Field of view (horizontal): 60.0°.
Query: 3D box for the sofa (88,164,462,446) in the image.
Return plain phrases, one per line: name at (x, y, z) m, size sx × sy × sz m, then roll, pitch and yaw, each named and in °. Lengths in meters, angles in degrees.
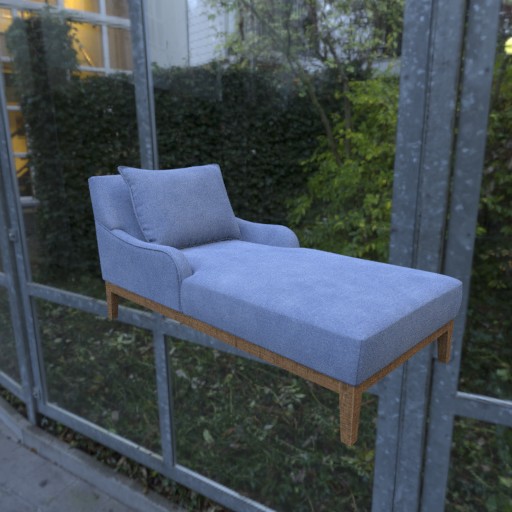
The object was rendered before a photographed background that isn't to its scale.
sofa at (0.000, 0.000, 2.277) m, size 1.779 × 0.883 × 0.904 m, roll 13°, pitch 19°, yaw 42°
